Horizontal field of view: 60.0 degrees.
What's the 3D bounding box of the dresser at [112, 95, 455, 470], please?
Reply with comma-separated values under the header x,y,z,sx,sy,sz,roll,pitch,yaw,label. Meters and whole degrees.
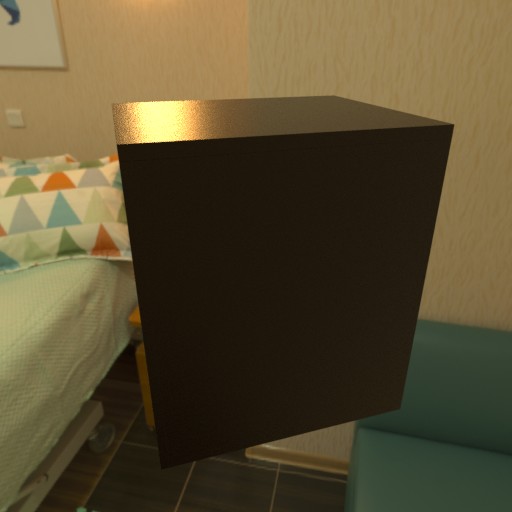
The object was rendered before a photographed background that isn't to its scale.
x,y,z,sx,sy,sz,roll,pitch,yaw,label
0.000,0.000,0.749,0.400,0.470,0.360,-8,27,-15,dresser
